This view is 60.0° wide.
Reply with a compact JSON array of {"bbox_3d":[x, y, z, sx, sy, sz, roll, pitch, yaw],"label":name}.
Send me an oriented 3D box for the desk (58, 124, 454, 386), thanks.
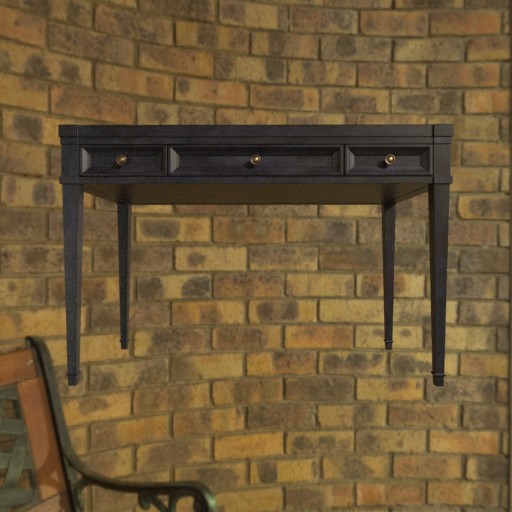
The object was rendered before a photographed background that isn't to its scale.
[{"bbox_3d":[0.000,0.000,1.759,1.289,0.861,0.630,0,0,0],"label":"desk"}]
